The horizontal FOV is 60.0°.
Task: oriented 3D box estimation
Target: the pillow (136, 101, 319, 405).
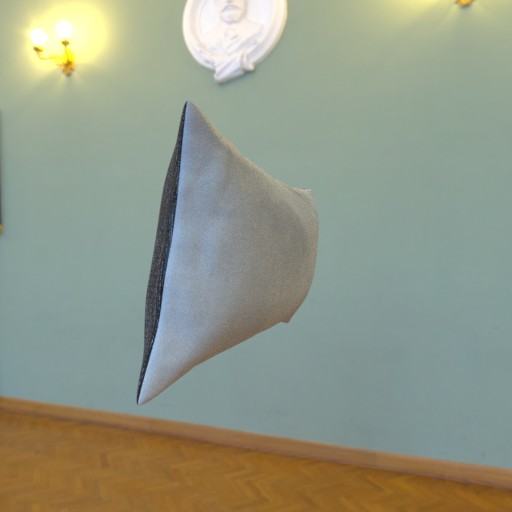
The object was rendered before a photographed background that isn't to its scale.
[{"bbox_3d":[0.000,0.000,0.729,0.156,0.305,0.608,0,0,18],"label":"pillow"}]
